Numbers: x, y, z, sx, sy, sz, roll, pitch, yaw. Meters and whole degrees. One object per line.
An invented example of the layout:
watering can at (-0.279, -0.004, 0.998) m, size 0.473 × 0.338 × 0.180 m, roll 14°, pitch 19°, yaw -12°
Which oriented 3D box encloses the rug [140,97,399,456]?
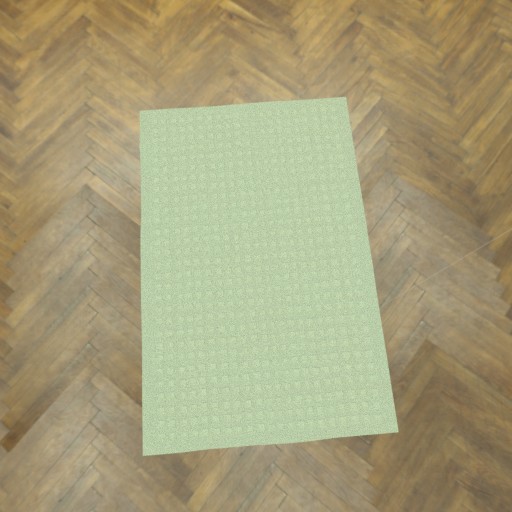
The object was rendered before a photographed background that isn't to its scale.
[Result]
rug at (0.000, 0.000, 2.205) m, size 1.143 × 0.006 × 1.747 m, roll -4°, pitch 74°, yaw -1°
